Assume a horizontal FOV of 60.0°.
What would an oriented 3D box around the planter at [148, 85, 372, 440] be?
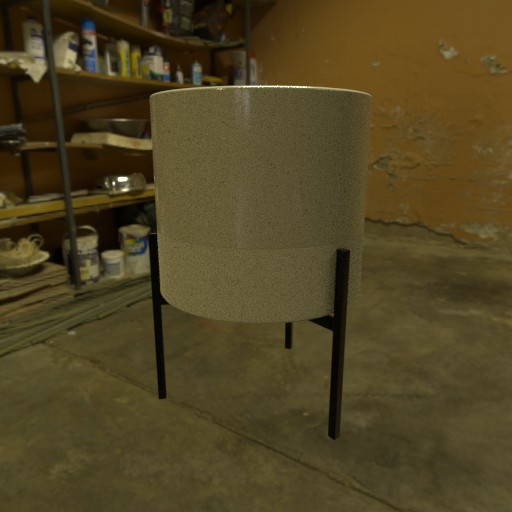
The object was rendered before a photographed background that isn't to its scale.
[{"bbox_3d":[0.000,0.000,0.340,0.159,0.230,0.152,-2,15,-9],"label":"planter"}]
